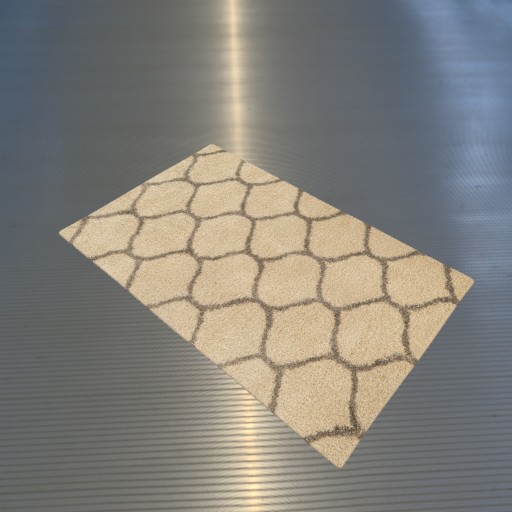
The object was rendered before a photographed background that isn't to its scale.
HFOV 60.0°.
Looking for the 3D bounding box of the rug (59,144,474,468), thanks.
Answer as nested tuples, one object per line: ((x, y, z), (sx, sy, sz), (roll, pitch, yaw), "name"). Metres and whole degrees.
((0.000, 0.000, 2.931), (2.348, 0.024, 1.501), (33, 55, 27), "rug")
